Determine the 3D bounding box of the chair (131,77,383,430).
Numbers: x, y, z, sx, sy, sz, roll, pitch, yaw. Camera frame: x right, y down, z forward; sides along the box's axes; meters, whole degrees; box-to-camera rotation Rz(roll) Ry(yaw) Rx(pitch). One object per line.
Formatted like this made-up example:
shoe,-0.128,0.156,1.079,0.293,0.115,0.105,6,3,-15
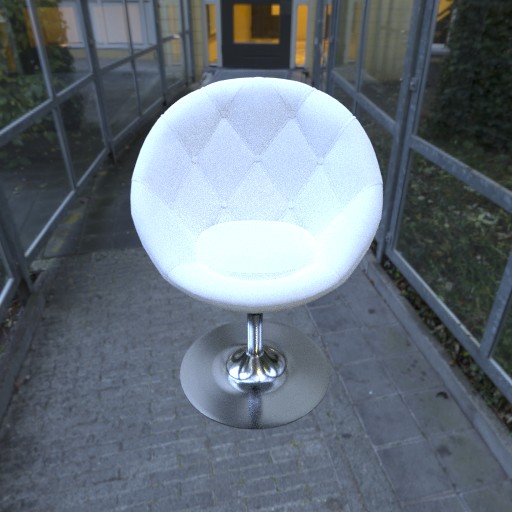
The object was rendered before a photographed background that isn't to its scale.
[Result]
chair,0.000,0.000,1.798,0.940,1.261,0.736,1,32,2
